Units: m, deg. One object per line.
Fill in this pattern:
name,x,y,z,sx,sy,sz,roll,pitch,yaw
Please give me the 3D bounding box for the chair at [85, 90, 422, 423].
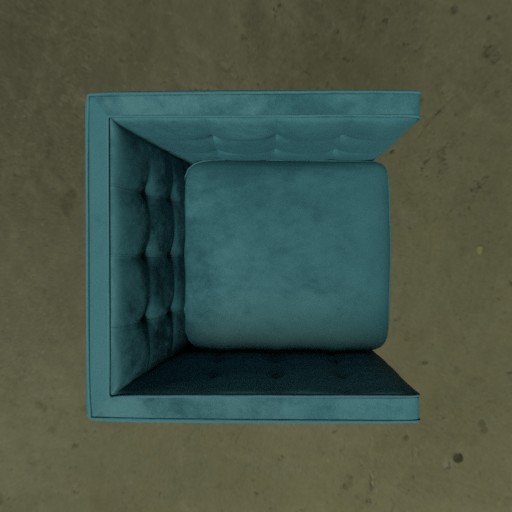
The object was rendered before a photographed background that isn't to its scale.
chair,0.000,0.000,1.514,0.894,0.790,0.880,0,90,1
